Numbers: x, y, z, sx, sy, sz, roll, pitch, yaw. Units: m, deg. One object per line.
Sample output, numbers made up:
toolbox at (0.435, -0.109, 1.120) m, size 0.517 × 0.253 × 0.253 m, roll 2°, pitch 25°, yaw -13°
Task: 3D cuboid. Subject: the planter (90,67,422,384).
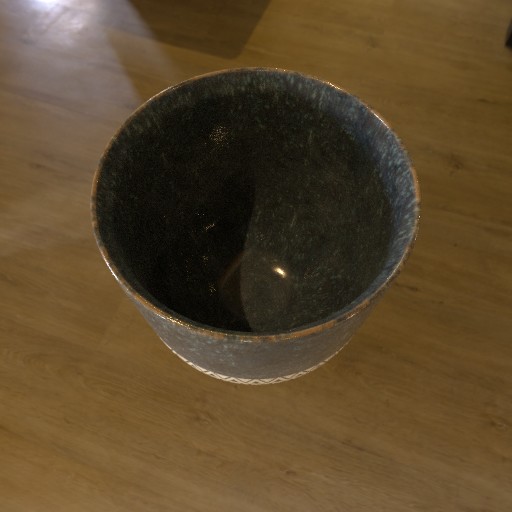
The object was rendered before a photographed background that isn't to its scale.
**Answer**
planter at (0.000, 0.000, 0.479) m, size 0.266 × 0.270 × 0.266 m, roll 0°, pitch 63°, yaw 0°
